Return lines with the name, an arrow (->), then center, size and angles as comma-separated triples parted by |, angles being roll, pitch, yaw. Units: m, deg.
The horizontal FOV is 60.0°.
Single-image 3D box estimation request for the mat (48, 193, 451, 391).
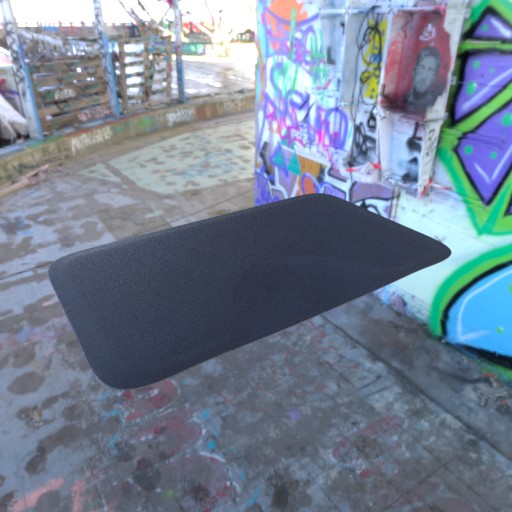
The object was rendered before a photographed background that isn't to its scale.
mat -> 0.000, 0.000, 1.852 | 1.524, 0.013, 0.918 | -18, 33, -29
